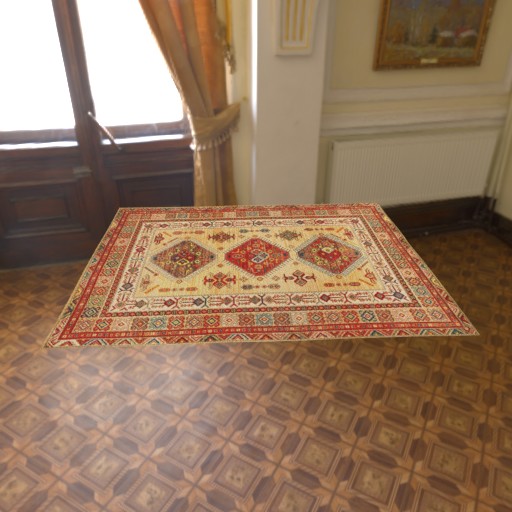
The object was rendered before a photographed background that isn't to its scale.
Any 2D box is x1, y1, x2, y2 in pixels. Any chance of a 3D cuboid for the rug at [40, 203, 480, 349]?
[{"bbox_3d":[0.000,0.000,4.157,3.067,0.005,2.460,-1,29,-3],"label":"rug"}]
